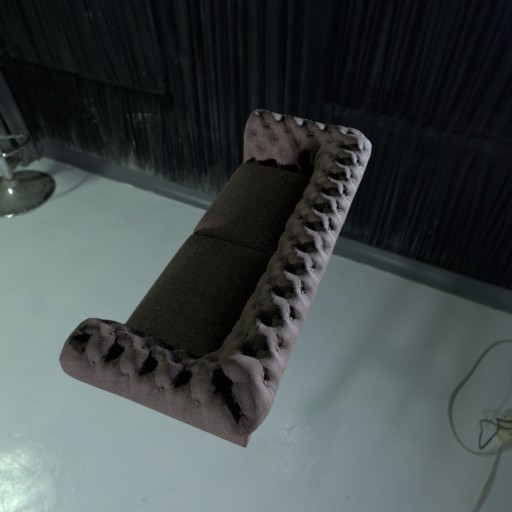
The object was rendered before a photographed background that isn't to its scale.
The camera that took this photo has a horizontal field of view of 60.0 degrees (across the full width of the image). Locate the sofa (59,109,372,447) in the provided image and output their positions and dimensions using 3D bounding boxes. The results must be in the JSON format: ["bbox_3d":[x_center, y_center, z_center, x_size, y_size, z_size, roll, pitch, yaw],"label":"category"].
[{"bbox_3d":[0.000,0.000,2.790,0.944,0.787,2.385,16,49,15],"label":"sofa"}]
